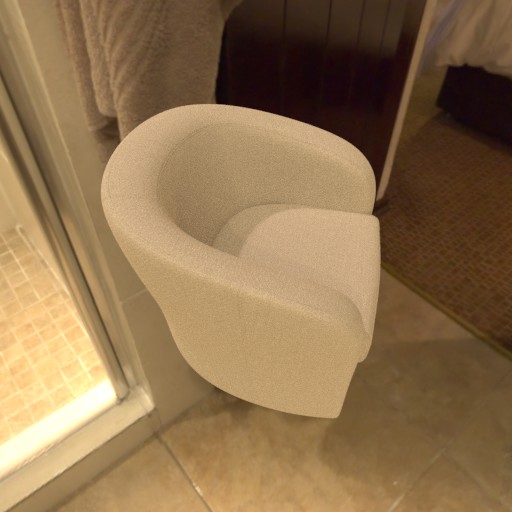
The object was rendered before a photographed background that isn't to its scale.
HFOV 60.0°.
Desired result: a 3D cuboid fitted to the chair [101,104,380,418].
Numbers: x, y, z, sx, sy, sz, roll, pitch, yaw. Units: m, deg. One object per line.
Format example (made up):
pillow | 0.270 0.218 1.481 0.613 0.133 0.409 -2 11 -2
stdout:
chair | 0.000 0.000 1.478 0.815 0.771 0.791 10 46 9
